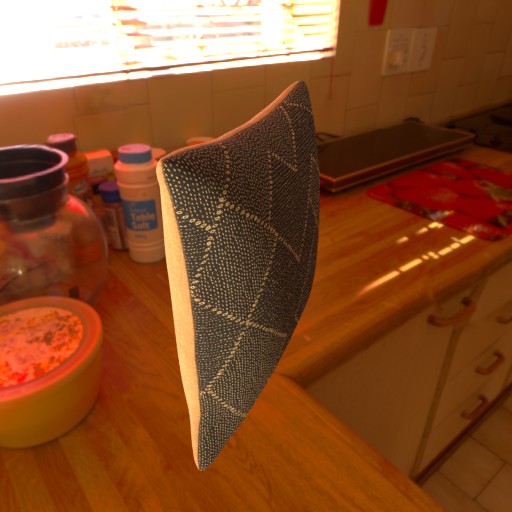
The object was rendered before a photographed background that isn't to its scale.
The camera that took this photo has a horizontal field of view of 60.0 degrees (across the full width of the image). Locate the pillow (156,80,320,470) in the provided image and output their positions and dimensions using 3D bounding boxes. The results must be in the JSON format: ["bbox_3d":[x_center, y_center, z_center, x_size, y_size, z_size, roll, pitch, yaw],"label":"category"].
[{"bbox_3d":[0.000,0.000,0.657,0.148,0.428,0.435,11,33,18],"label":"pillow"}]
